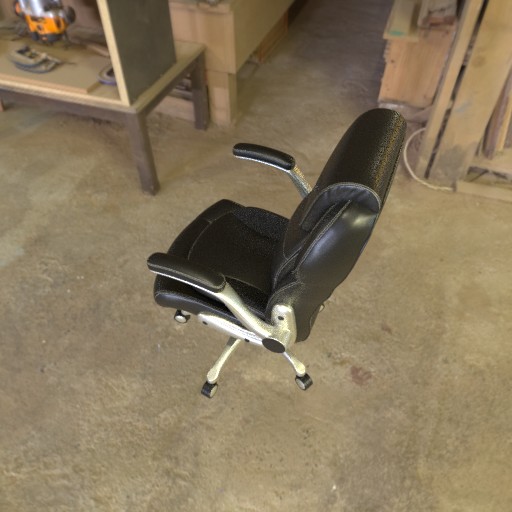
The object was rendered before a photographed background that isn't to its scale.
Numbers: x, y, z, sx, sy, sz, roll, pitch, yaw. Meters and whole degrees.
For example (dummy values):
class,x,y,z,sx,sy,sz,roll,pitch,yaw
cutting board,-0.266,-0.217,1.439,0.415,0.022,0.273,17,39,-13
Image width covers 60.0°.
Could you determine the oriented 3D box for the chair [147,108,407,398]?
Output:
class,x,y,z,sx,sy,sz,roll,pitch,yaw
chair,0.000,0.000,1.652,0.801,1.141,0.724,17,50,15
